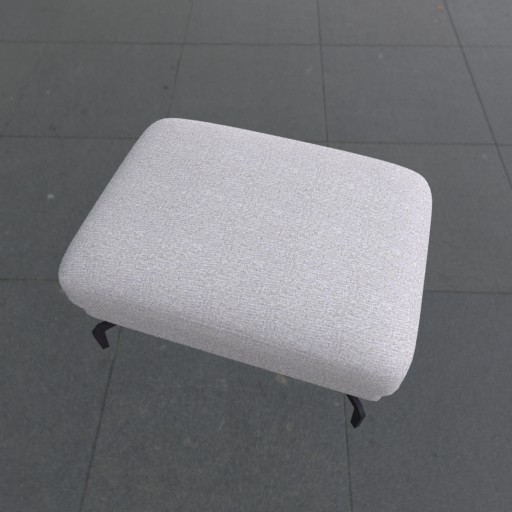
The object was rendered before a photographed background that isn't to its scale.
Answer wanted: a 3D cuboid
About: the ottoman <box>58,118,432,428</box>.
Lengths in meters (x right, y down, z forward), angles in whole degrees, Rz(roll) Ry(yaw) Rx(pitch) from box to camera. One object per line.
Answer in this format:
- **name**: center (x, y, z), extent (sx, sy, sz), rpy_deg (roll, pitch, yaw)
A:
- **ottoman**: center (0.000, 0.000, 1.118), extent (0.772, 0.420, 0.568), rpy_deg (15, 59, 9)
